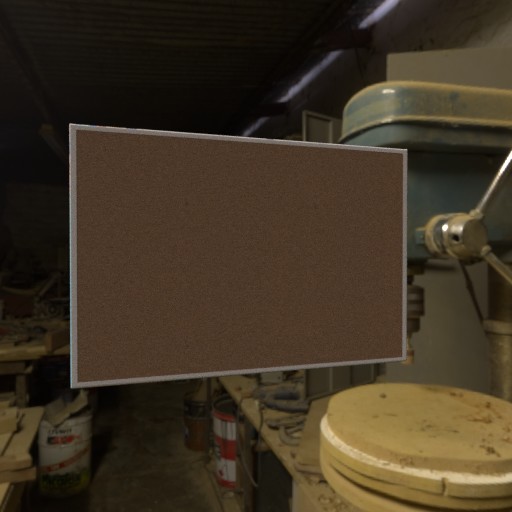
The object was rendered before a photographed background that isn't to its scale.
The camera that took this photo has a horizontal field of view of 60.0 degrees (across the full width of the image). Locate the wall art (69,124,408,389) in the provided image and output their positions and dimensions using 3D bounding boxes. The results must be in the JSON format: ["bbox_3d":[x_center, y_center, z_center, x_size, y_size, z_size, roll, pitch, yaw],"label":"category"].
[{"bbox_3d":[0.000,0.000,1.465,1.136,0.769,0.040,0,1,-17],"label":"wall art"}]
